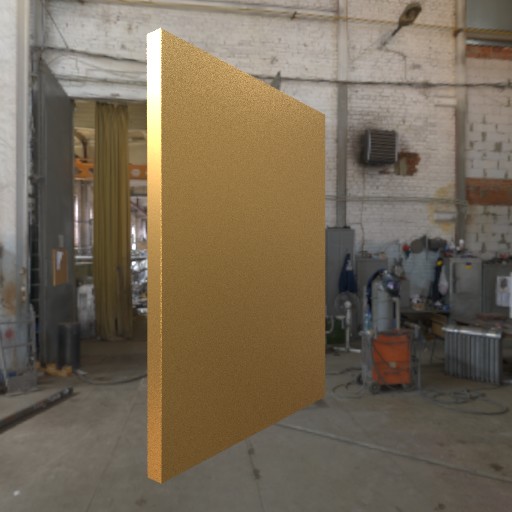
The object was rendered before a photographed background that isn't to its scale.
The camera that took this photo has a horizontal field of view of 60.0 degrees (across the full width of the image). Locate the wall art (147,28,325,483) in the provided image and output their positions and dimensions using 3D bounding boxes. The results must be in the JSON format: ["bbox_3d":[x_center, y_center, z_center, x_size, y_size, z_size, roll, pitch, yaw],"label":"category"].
[{"bbox_3d":[0.000,0.000,1.044,0.038,0.812,0.610,0,0,37],"label":"wall art"}]
